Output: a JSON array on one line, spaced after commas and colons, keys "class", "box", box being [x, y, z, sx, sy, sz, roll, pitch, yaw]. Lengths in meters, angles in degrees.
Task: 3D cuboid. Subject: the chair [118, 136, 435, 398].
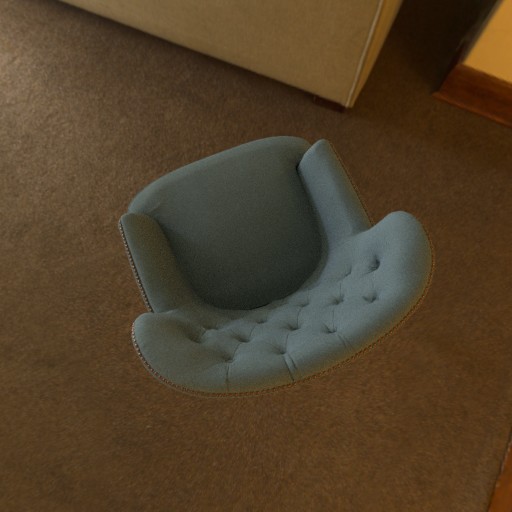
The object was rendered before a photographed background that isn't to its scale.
[{"class": "chair", "box": [0.000, 0.000, 1.592, 0.848, 0.868, 0.906, -22, 75, -6]}]
